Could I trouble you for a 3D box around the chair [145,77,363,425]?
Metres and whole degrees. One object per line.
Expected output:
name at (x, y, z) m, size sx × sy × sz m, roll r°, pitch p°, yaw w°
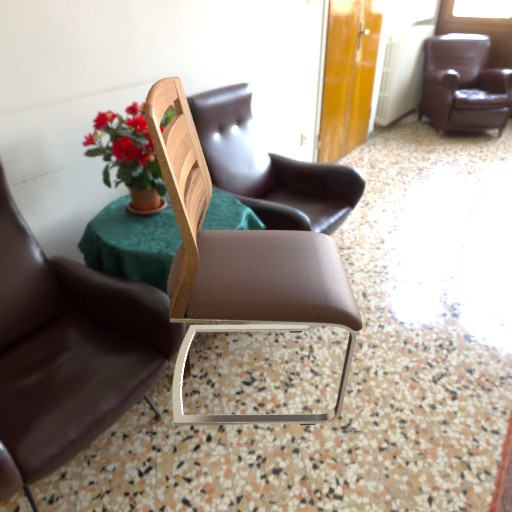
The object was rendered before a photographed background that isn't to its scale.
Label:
chair at (0.000, 0.000, 1.315) m, size 0.570 × 0.970 × 0.460 m, roll 0°, pitch 32°, yaw -1°
